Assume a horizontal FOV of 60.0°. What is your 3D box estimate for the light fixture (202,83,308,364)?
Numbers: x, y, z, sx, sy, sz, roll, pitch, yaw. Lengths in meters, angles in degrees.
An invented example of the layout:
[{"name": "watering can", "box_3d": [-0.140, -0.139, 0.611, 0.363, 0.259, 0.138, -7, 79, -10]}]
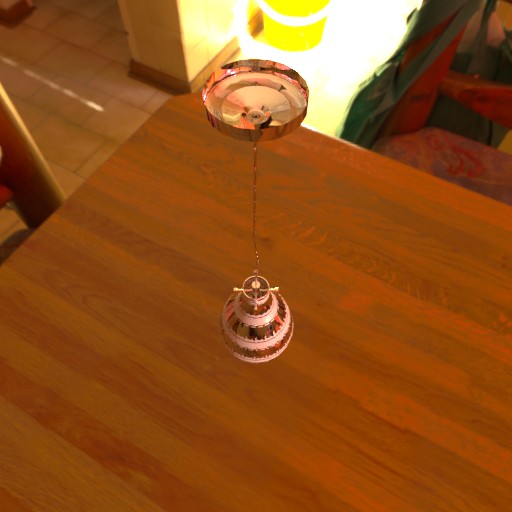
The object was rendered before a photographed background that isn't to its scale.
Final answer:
[{"name": "light fixture", "box_3d": [0.000, 0.000, 1.646, 0.374, 1.457, 0.374, 0, 59, 0]}]
